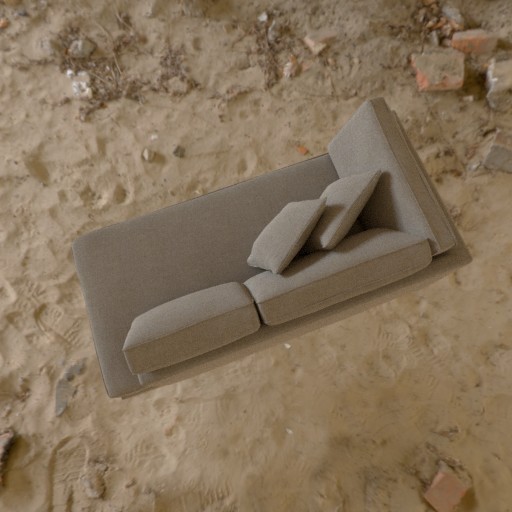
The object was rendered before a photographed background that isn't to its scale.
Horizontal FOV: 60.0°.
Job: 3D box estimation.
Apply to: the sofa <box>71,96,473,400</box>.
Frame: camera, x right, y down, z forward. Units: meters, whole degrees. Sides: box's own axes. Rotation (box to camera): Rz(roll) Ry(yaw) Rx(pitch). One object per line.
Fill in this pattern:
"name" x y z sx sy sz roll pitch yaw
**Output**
"sofa" 0.000 0.000 2.826 2.238 1.019 1.110 -20 75 -5
